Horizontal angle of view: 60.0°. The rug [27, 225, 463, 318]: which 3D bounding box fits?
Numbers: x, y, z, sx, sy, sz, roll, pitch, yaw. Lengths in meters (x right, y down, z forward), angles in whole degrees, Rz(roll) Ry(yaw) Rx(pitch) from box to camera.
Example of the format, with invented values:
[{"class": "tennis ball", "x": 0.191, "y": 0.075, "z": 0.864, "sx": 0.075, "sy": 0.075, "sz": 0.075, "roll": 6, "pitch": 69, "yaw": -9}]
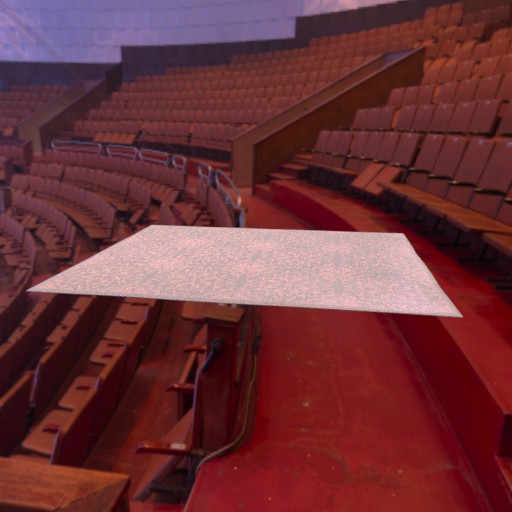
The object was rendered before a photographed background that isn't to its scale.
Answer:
[{"class": "rug", "x": 0.000, "y": 0.000, "z": 4.095, "sx": 2.980, "sy": 0.012, "sz": 2.363, "roll": 2, "pitch": 16, "yaw": 9}]
